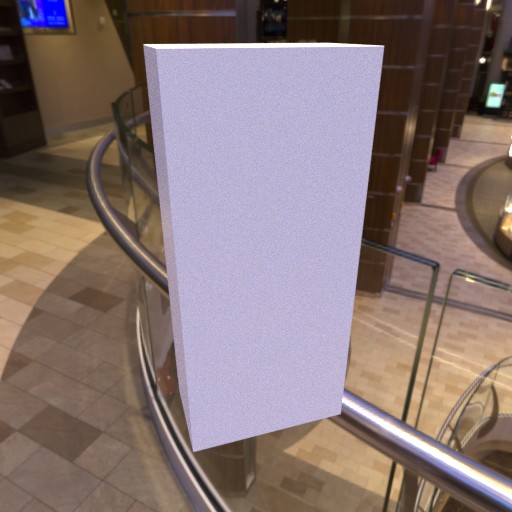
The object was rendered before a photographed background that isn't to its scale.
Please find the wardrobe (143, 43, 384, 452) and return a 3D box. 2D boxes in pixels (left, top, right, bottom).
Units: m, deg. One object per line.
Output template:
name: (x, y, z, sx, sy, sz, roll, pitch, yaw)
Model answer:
wardrobe: (0.000, 0.000, 1.977, 0.760, 1.700, 0.470, -8, 28, -16)
